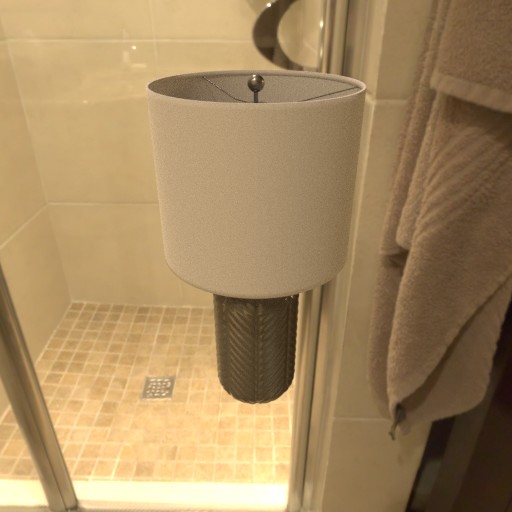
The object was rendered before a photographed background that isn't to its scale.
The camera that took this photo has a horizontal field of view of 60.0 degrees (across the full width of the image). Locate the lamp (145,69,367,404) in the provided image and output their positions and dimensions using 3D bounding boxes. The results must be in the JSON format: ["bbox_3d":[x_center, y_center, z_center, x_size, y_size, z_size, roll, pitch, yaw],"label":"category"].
[{"bbox_3d":[0.000,0.000,0.508,0.203,0.389,0.203,-20,35,-31],"label":"lamp"}]
